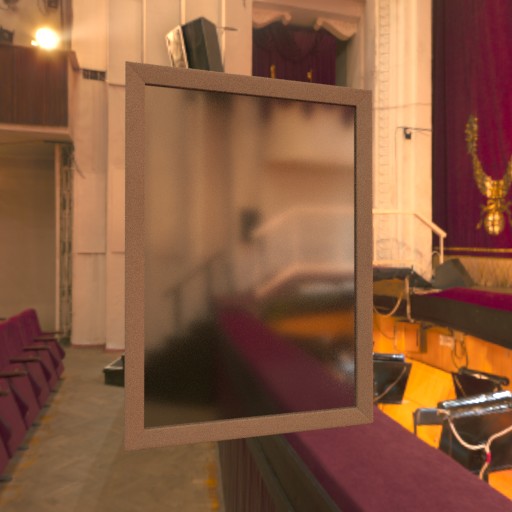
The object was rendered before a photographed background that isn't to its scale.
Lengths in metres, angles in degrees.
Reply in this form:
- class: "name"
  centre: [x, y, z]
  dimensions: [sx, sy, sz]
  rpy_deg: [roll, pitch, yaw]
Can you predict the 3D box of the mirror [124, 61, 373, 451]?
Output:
- class: "mirror"
  centre: [0.000, 0.000, 0.894]
  dimensions: [0.507, 0.710, 0.040]
  rpy_deg: [0, -1, -16]
